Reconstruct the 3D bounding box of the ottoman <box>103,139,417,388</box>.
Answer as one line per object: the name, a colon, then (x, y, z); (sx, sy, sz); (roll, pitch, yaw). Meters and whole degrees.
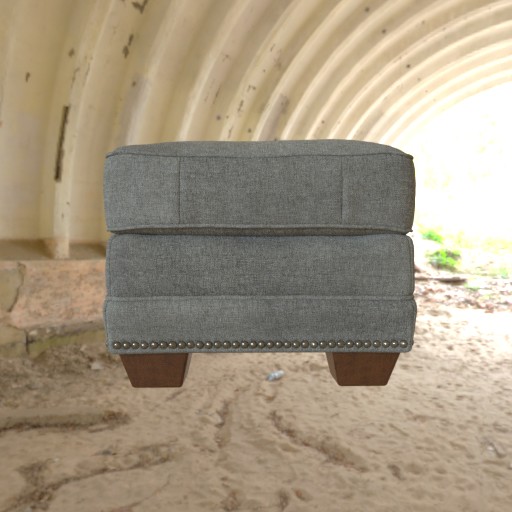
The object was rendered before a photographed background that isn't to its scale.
ottoman: (0.000, 0.000, 1.137); (0.561, 0.457, 0.813); (0, 1, -1)
